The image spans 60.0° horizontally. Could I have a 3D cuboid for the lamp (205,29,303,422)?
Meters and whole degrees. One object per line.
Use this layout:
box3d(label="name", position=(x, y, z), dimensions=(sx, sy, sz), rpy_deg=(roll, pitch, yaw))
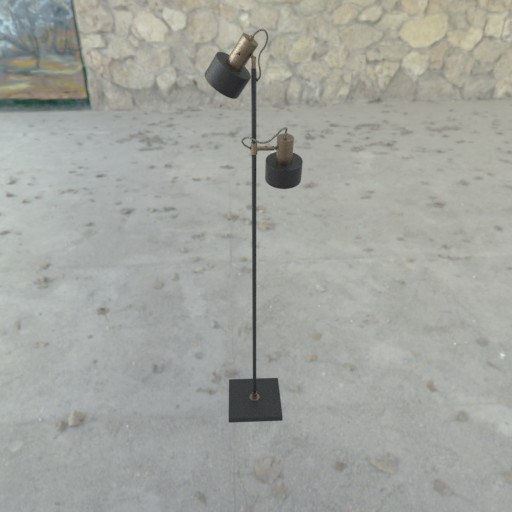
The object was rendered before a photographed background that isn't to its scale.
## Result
box3d(label="lamp", position=(0.000, 0.000, 1.649), dimensions=(0.315, 1.505, 0.233), rpy_deg=(-1, 29, -2))
